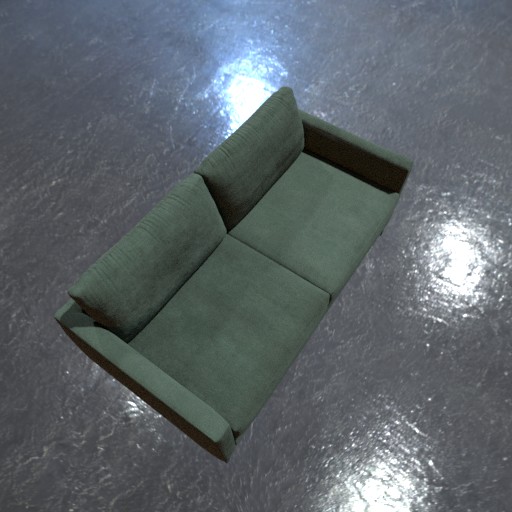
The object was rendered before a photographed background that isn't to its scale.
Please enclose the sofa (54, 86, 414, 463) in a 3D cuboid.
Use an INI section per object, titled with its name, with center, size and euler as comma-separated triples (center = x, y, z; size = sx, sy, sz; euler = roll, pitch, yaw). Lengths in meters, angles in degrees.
[sofa]
center = 0.000, 0.000, 2.199
size = 0.875, 0.817, 1.676
euler = 31, 63, 18
